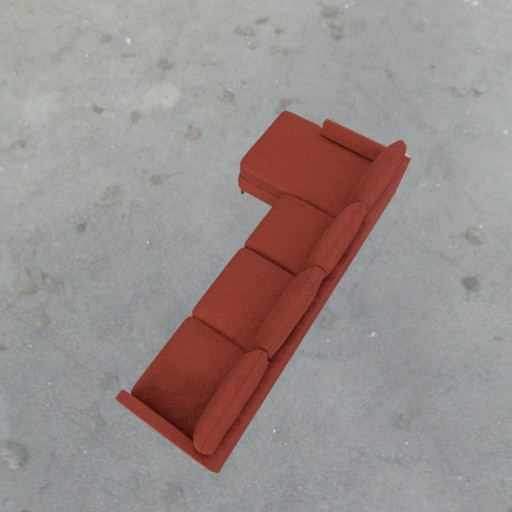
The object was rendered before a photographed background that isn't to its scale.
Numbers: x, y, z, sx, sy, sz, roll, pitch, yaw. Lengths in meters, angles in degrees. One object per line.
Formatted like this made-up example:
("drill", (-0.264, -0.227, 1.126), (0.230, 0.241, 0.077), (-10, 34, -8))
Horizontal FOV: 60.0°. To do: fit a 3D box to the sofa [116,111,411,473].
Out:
("sofa", (0.000, 0.000, 4.147), (1.500, 0.967, 3.400), (31, 67, 15))
